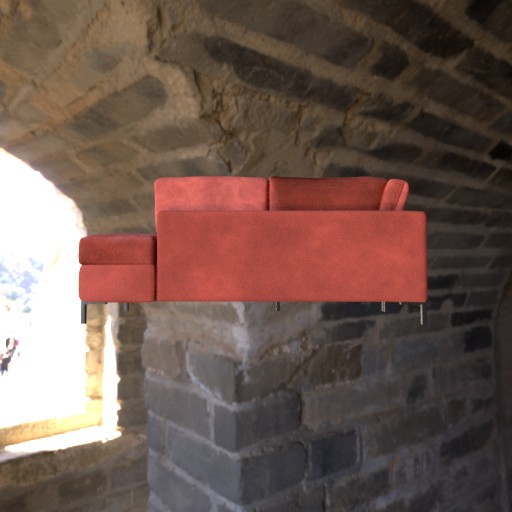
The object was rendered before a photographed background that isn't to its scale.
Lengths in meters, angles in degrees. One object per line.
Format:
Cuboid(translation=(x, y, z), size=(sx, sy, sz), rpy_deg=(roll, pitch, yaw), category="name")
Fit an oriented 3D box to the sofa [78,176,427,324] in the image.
Cuboid(translation=(0.000, 0.000, 3.908), size=(1.981, 0.858, 2.971), rpy_deg=(0, -2, 1), category="sofa")
